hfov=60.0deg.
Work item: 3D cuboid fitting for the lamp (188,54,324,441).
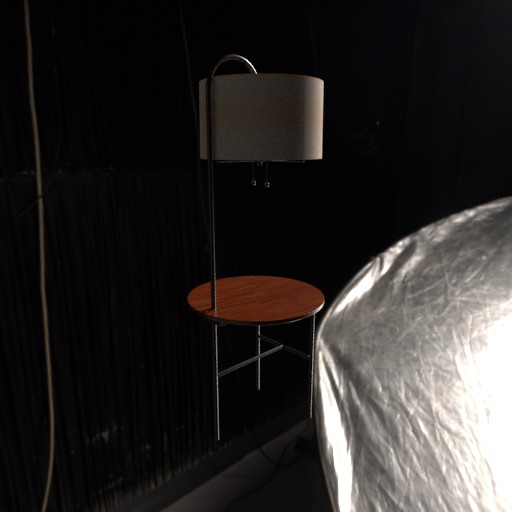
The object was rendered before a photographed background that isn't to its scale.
[{"bbox_3d":[0.000,0.000,1.835,0.573,1.517,0.573,0,14,0],"label":"lamp"}]
